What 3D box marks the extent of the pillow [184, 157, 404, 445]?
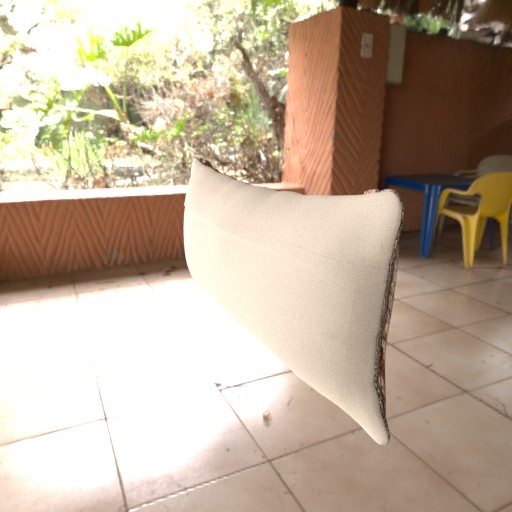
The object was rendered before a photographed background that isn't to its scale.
[{"bbox_3d":[0.000,0.000,0.718,0.139,0.282,0.635,-8,18,-25],"label":"pillow"}]
